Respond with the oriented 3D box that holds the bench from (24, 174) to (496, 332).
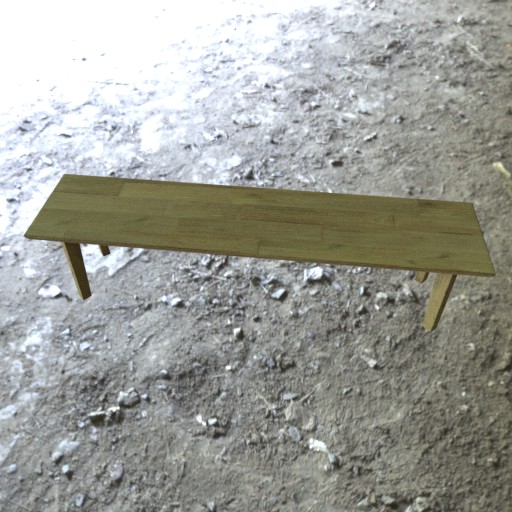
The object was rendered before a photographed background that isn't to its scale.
[{"bbox_3d":[0.000,0.000,1.868,1.698,0.431,0.378,5,48,4],"label":"bench"}]
